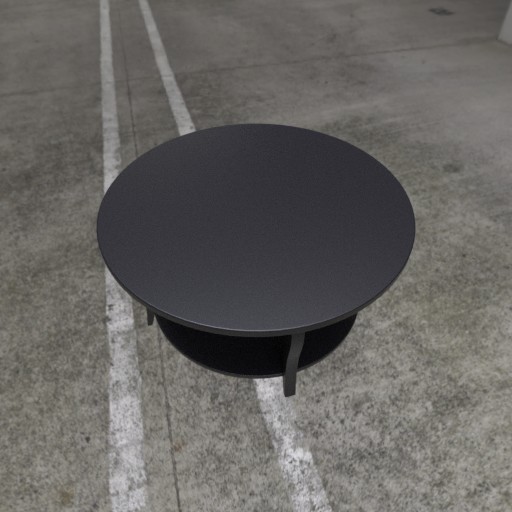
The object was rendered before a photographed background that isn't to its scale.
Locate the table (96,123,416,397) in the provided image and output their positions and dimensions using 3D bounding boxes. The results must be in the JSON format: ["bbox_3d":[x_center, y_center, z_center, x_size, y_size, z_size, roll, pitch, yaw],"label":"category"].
[{"bbox_3d":[0.000,0.000,1.471,0.914,0.457,0.914,0,46,0],"label":"table"}]
